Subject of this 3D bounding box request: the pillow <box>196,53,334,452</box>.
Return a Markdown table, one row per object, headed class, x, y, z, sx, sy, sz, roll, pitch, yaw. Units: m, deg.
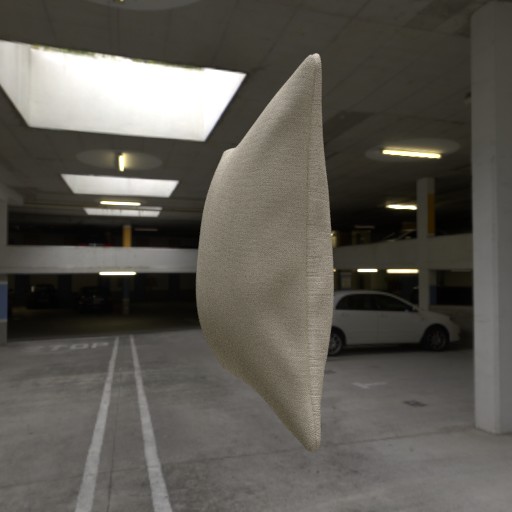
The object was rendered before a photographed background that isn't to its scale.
| class | x | y | z | sx | sy | sz | roll | pitch | yaw |
| --- | --- | --- | --- | --- | --- | --- | --- | --- | --- |
| pillow | 0.000 | 0.000 | 0.664 | 0.162 | 0.420 | 0.437 | 0 | -2 | -17 |
